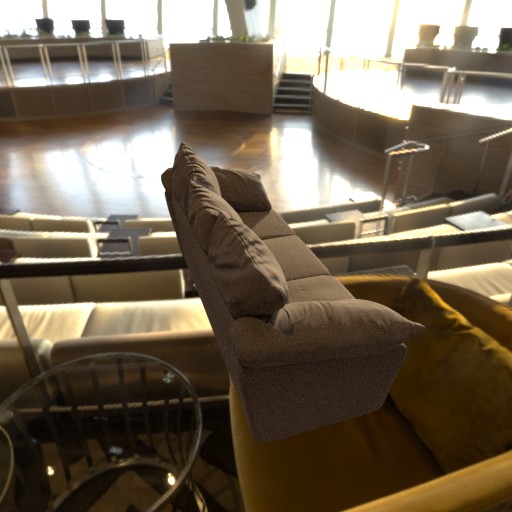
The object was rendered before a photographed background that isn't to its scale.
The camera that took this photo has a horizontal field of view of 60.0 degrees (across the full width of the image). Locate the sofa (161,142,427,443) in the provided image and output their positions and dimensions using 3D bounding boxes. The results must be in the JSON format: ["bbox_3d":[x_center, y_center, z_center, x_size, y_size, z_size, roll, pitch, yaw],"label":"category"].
[{"bbox_3d":[0.000,0.000,2.985,0.927,1.043,2.390,-10,32,-16],"label":"sofa"}]
